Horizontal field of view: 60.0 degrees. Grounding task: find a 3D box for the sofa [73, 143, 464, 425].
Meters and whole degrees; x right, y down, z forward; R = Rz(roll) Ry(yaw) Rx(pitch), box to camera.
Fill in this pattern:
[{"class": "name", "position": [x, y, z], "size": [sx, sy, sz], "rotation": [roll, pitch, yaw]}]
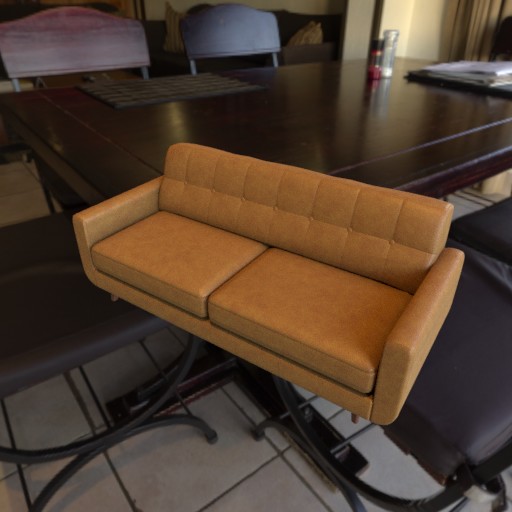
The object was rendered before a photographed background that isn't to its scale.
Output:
[{"class": "sofa", "position": [0.000, 0.000, 2.657], "size": [2.137, 0.892, 0.980], "rotation": [20, 37, 29]}]
